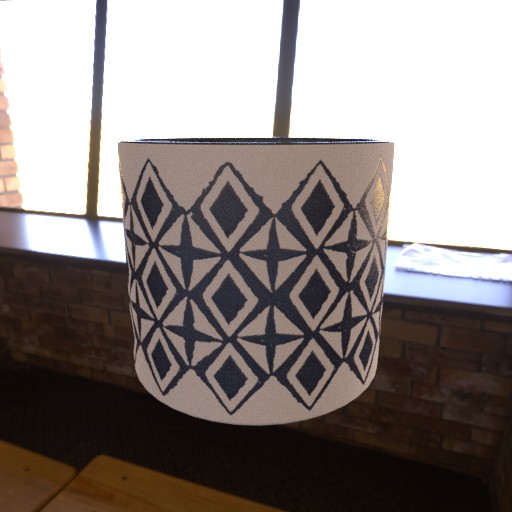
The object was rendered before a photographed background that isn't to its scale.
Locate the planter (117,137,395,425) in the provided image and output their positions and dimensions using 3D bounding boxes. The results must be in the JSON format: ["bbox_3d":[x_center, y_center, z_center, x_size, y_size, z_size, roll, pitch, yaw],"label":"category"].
[{"bbox_3d":[0.000,0.000,0.323,0.182,0.165,0.182,0,16,0],"label":"planter"}]
